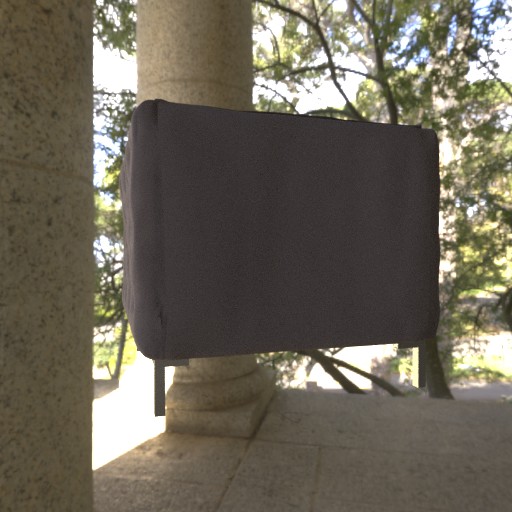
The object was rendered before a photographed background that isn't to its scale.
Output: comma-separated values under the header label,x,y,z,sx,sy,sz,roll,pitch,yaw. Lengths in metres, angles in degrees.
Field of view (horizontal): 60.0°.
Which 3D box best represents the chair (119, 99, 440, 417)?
label,x,y,z,sx,sy,sz,roll,pitch,yaw
chair,0.000,0.000,1.623,0.946,0.807,0.913,0,0,-18
